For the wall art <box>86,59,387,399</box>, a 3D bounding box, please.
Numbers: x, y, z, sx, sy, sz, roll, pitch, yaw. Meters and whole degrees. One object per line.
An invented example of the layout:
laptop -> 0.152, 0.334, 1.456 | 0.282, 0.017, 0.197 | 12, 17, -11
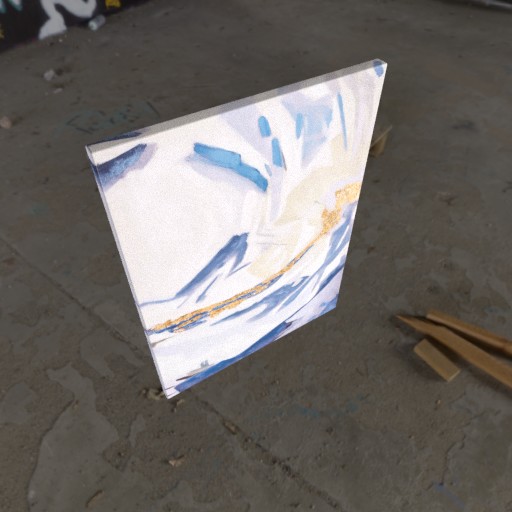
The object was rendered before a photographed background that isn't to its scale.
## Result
wall art -> 0.000, 0.000, 1.354 | 0.761, 1.015, 0.038 | -24, 51, -22
